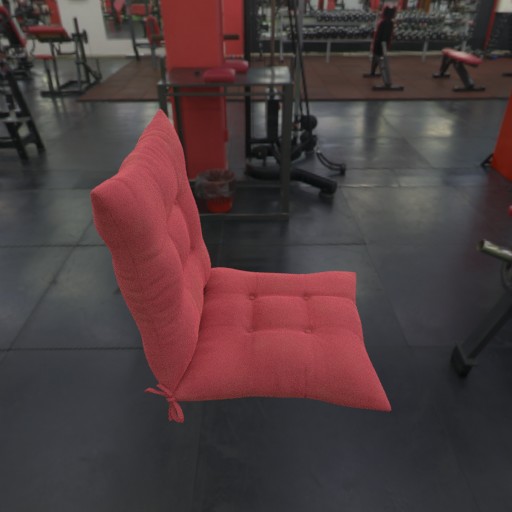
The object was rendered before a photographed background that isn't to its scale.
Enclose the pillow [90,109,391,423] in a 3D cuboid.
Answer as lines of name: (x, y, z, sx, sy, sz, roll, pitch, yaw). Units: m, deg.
pillow: (0.000, 0.000, 1.020, 0.585, 0.536, 0.541, 1, 32, 2)
